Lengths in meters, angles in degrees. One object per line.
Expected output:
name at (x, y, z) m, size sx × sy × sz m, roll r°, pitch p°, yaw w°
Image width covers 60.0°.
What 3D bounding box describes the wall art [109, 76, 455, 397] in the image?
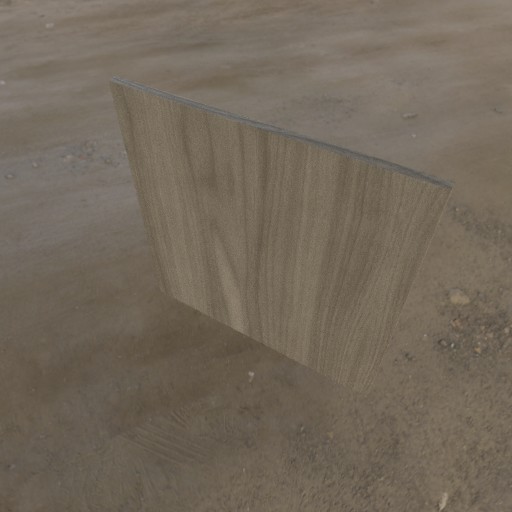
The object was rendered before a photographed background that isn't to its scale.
wall art at (0.000, 0.000, 0.764) m, size 0.508 × 0.507 × 0.016 m, roll 24°, pitch 51°, yaw 20°
